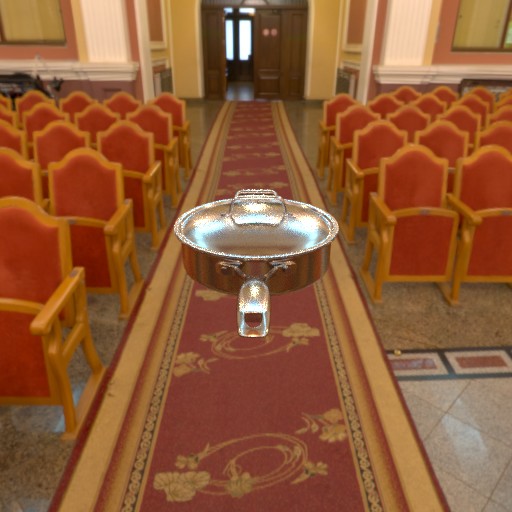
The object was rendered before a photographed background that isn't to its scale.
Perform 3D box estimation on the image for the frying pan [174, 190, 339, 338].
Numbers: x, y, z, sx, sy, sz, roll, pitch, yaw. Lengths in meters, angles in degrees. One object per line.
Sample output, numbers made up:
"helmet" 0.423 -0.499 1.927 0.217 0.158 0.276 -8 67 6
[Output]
"frying pan" 0.000 0.000 0.594 0.245 0.111 0.492 0 26 0
